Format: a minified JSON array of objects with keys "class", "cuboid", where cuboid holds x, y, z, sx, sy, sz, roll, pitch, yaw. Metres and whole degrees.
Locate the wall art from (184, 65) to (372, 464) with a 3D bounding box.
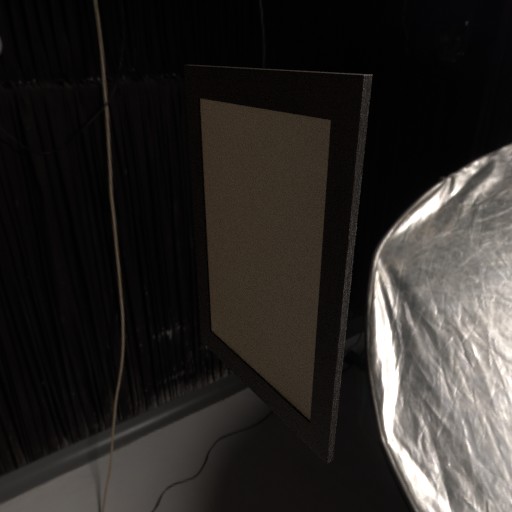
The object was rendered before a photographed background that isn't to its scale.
[{"class":"wall art","cuboid":[0.000,0.000,0.652,0.013,0.508,0.359,-17,30,-32]}]
